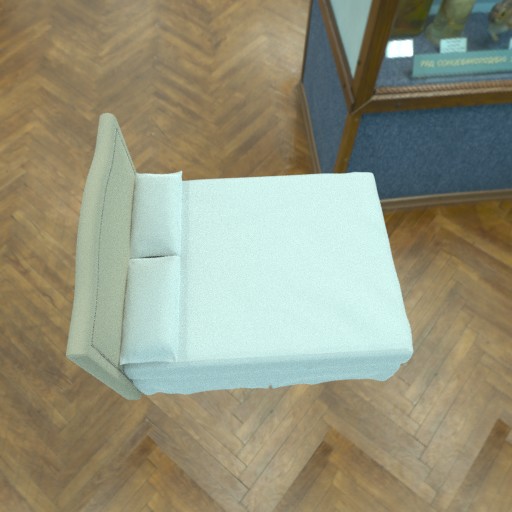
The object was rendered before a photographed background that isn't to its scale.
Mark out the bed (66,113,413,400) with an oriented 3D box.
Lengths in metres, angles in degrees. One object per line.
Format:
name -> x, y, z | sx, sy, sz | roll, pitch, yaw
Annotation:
bed -> 0.000, 0.000, 3.320 | 2.143, 1.460, 1.753 | -3, 62, -2
